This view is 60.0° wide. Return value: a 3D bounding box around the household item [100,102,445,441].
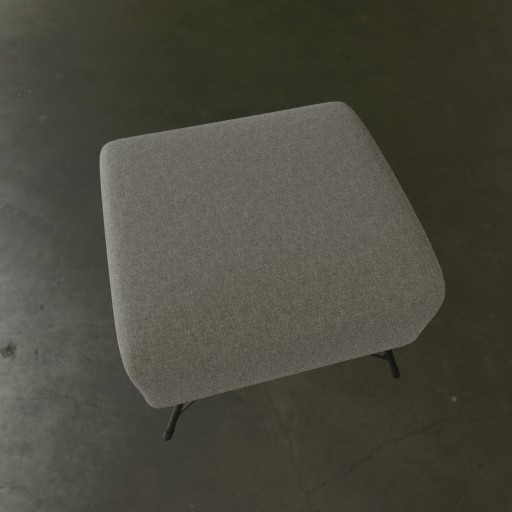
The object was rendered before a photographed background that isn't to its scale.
[{"bbox_3d":[0.000,0.000,0.911,0.530,0.410,0.530,-12,59,-8],"label":"household item"}]
